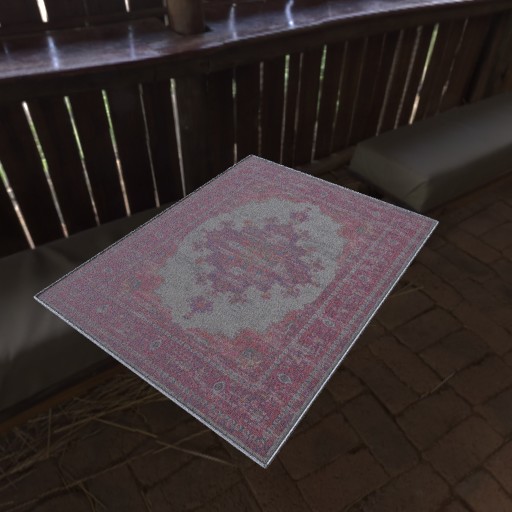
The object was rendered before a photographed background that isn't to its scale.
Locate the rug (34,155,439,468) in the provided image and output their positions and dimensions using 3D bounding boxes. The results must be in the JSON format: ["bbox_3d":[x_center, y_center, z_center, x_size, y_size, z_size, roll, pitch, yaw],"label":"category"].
[{"bbox_3d":[0.000,0.000,4.198,2.447,0.017,3.123,26,47,26],"label":"rug"}]
